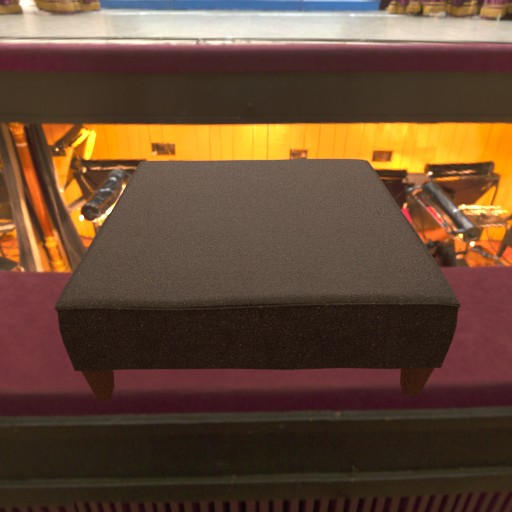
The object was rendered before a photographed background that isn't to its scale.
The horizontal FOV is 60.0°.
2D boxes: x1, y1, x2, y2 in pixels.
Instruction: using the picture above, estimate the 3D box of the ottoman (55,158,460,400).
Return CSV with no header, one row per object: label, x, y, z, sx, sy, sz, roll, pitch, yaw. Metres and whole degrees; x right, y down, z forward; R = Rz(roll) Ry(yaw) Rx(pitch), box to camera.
ottoman,0.000,0.000,1.545,0.968,0.382,1.004,0,32,-1
